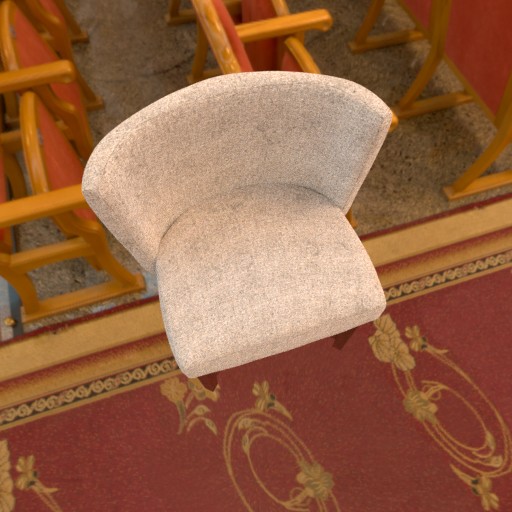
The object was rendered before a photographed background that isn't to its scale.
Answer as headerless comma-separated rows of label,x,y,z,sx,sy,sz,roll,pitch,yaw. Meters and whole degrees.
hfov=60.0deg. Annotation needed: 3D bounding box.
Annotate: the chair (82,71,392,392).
chair,0.000,0.000,1.289,0.728,0.827,0.575,-16,64,-8
